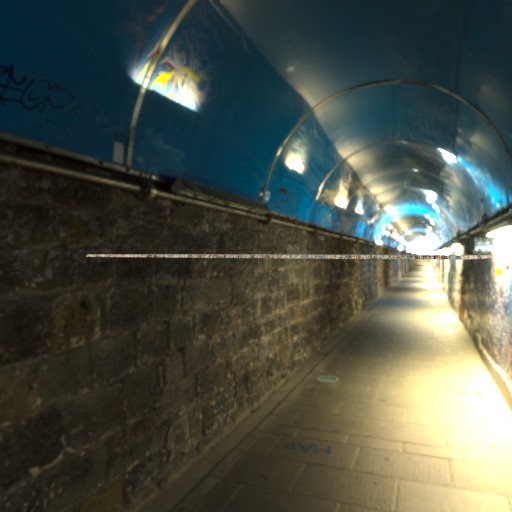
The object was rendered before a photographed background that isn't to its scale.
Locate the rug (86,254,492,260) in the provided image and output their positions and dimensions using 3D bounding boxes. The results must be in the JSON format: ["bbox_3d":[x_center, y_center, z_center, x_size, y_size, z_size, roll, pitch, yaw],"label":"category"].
[{"bbox_3d":[0.000,0.000,2.515,2.292,0.015,0.688,0,0,36],"label":"rug"}]
